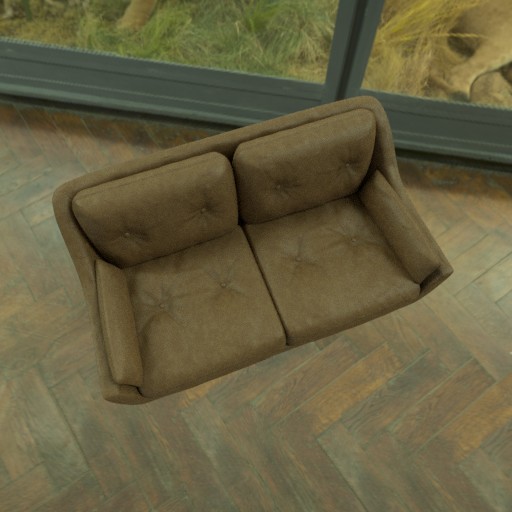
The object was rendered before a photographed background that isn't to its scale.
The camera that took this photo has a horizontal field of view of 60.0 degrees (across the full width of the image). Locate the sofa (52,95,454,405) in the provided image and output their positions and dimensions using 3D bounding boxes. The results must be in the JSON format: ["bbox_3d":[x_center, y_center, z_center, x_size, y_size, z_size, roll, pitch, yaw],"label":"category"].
[{"bbox_3d":[0.000,0.000,2.285,1.731,0.886,0.981,-19,66,-9],"label":"sofa"}]
